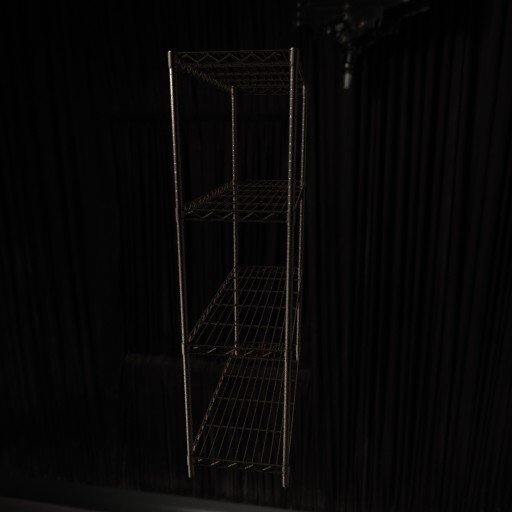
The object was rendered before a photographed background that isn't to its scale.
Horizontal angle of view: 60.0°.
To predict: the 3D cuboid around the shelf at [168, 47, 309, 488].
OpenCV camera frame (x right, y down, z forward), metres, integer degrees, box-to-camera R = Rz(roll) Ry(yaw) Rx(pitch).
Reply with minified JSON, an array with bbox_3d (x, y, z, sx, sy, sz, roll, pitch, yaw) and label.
[{"bbox_3d":[0.000,0.000,1.765,0.352,1.361,0.907,2,15,8],"label":"shelf"}]
